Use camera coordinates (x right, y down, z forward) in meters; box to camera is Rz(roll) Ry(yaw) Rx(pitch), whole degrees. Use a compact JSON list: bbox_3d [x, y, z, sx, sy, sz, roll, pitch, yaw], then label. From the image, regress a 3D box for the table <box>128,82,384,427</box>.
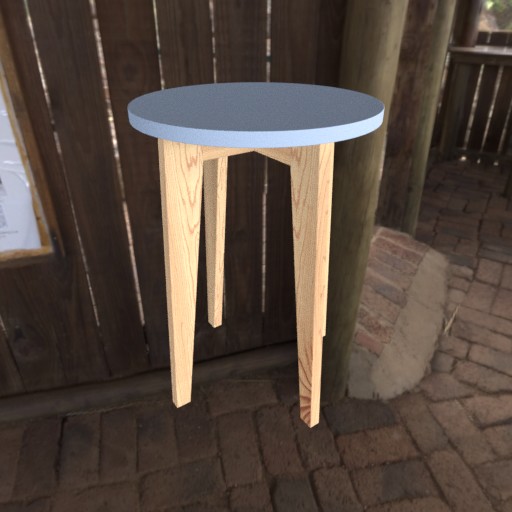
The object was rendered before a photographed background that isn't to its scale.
[{"bbox_3d":[0.000,0.000,0.745,0.350,0.500,0.350,0,29,0],"label":"table"}]
